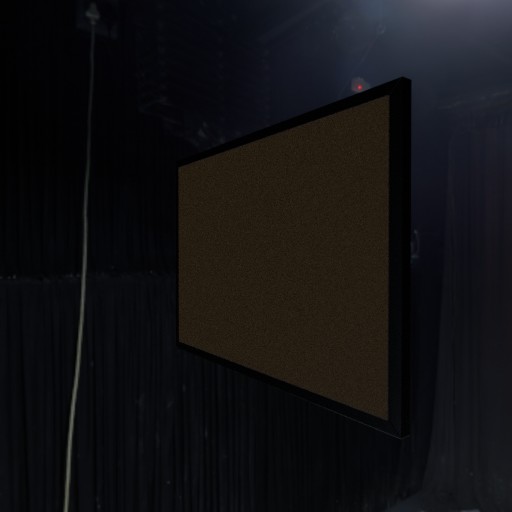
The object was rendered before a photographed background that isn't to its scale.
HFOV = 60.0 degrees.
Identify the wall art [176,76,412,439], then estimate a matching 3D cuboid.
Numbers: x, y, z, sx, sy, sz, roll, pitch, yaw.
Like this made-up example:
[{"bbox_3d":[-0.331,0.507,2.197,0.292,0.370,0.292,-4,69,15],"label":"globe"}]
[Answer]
[{"bbox_3d":[0.000,0.000,0.556,0.013,0.306,0.440,-1,1,-36],"label":"wall art"}]
